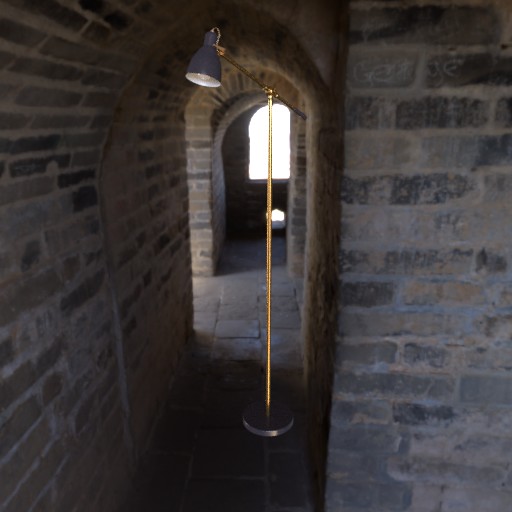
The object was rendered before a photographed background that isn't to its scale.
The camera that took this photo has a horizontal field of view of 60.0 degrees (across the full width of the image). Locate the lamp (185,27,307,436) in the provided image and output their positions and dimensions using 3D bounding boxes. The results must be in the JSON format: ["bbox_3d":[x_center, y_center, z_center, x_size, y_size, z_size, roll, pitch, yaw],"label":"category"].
[{"bbox_3d":[0.000,0.000,1.801,0.235,1.628,0.618,14,21,41],"label":"lamp"}]
